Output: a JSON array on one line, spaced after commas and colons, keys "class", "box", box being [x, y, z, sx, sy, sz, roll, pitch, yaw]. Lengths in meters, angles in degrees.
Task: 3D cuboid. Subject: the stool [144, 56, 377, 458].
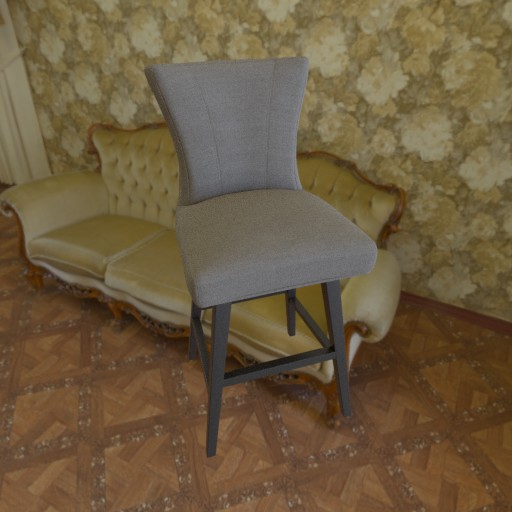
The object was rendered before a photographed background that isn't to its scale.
[{"class": "stool", "box": [0.000, 0.000, 1.407, 0.514, 1.086, 0.574, -10, 34, -16]}]
